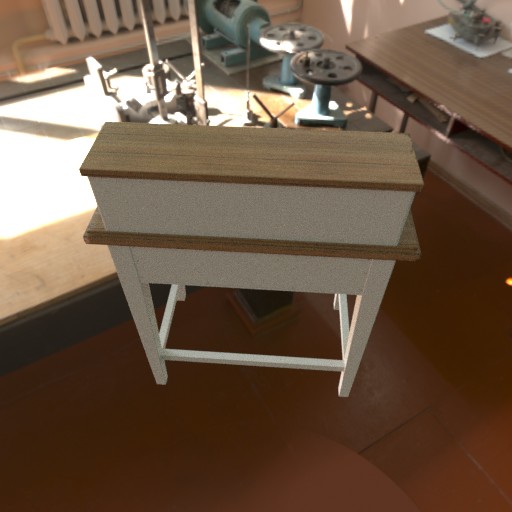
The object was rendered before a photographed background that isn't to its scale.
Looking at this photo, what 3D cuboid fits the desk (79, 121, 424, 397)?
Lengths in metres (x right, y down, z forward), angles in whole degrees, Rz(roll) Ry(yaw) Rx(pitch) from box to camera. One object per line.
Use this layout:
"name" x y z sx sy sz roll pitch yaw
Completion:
"desk" 0.000 0.000 1.429 0.814 0.981 0.462 3 48 3
